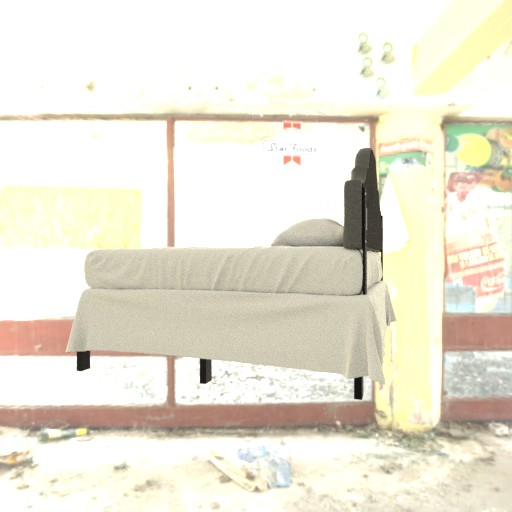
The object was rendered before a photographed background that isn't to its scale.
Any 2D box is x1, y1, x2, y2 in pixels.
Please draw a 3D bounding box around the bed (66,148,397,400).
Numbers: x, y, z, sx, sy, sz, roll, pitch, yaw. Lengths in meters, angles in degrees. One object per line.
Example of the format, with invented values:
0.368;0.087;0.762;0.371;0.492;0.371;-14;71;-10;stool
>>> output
0.000;0.000;3.758;2.222;1.631;2.303;0;0;19;bed
